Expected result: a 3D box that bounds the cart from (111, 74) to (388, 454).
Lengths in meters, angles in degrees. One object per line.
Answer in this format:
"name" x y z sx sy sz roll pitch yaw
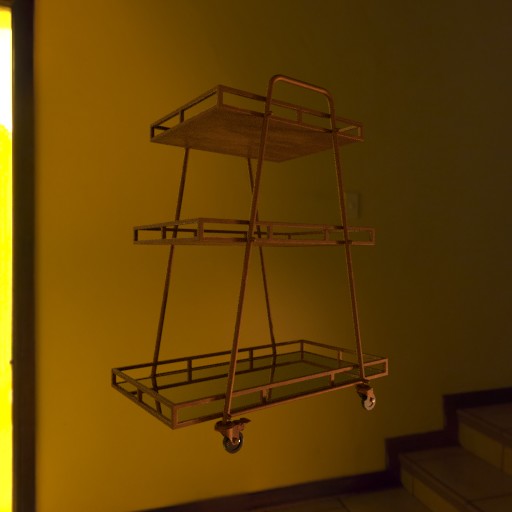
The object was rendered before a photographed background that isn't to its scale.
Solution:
"cart" 0.000 0.000 1.281 0.711 0.883 0.441 0 0 -37
